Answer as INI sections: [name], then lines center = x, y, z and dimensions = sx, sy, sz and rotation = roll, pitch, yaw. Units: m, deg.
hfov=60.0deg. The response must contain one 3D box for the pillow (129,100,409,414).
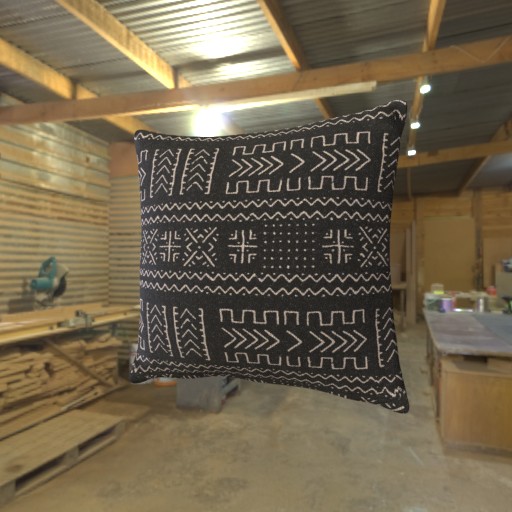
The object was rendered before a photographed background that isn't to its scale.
[pillow]
center = 0.000, 0.000, 0.672
dimensions = 0.438, 0.430, 0.164
rotation = 0, -1, 18
